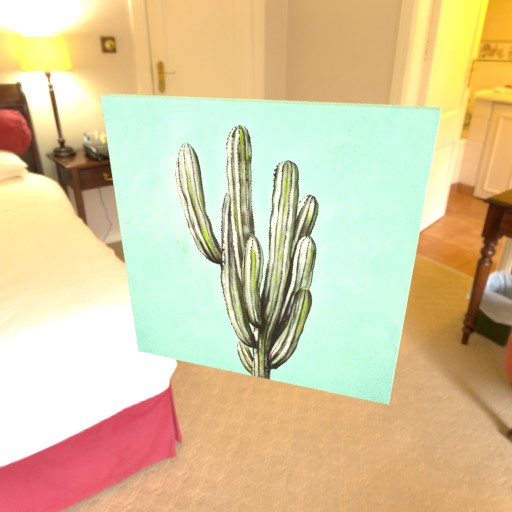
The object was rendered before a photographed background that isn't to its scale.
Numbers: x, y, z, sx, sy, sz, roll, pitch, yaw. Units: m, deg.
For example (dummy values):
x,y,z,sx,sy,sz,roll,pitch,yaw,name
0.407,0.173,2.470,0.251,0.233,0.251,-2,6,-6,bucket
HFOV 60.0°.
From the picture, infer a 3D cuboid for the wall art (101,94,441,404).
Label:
x,y,z,sx,sy,sz,roll,pitch,yaw,name
0.000,0.000,0.905,0.603,0.603,0.036,8,27,15,wall art
